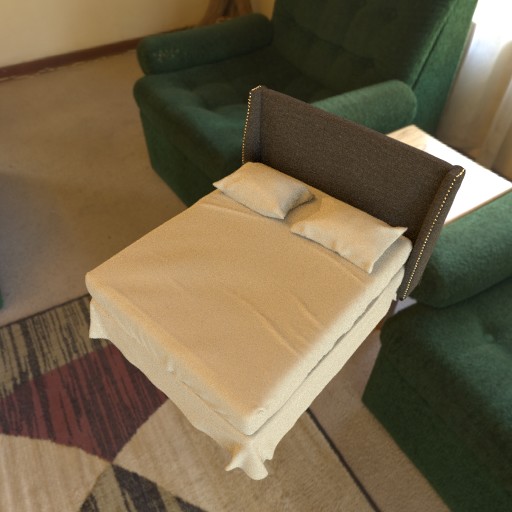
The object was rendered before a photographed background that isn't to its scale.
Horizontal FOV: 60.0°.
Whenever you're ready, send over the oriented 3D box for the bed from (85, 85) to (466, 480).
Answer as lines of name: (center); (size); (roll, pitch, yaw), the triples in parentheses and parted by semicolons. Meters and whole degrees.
bed: (0.000, 0.000, 3.372); (1.925, 1.332, 2.276); (33, 55, 27)
